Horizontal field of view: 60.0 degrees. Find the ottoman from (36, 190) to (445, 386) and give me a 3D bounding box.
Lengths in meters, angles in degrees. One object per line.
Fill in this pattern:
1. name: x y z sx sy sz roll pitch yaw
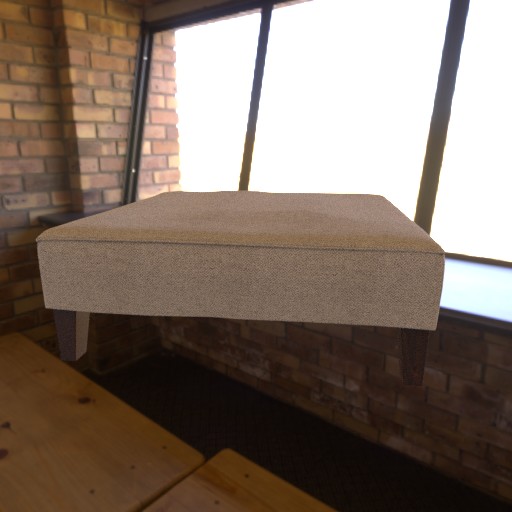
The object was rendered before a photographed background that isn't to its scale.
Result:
1. ottoman: 0.000 0.000 1.521 0.982 0.381 0.973 2 15 8
